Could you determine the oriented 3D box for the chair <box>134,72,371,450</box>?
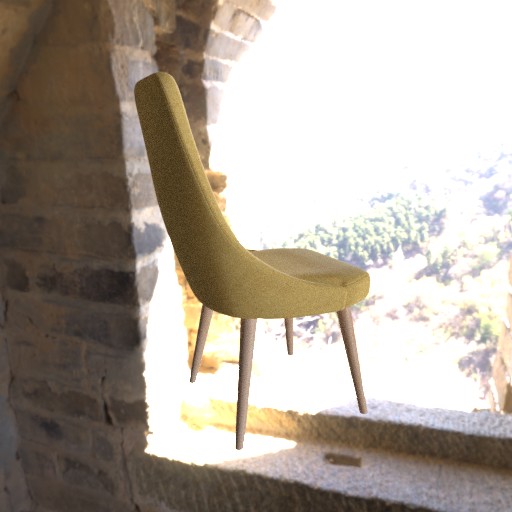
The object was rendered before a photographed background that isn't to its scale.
[{"bbox_3d":[0.000,0.000,1.421,0.660,1.040,0.510,-7,16,-26],"label":"chair"}]
